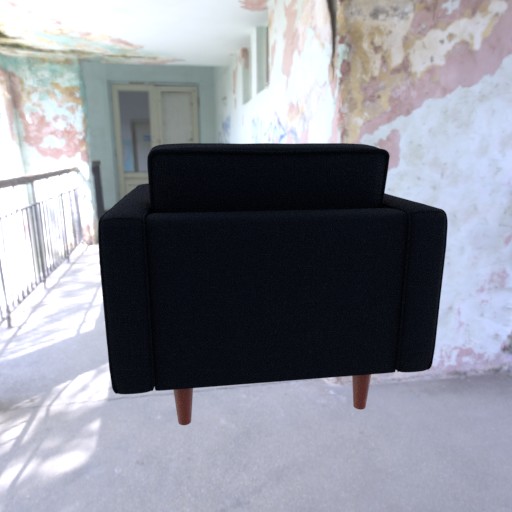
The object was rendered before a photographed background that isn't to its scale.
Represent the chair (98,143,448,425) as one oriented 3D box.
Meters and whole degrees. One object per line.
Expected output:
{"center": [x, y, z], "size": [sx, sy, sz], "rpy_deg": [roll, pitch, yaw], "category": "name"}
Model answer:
{"center": [0.000, 0.000, 1.561], "size": [0.899, 0.770, 0.920], "rpy_deg": [-2, 14, -8], "category": "chair"}
